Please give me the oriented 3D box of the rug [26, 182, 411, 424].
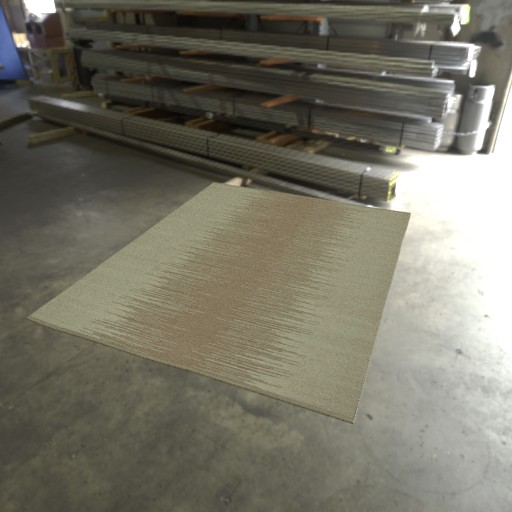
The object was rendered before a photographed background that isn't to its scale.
[{"bbox_3d":[0.000,0.000,4.080,2.438,0.013,3.048,12,32,19],"label":"rug"}]
